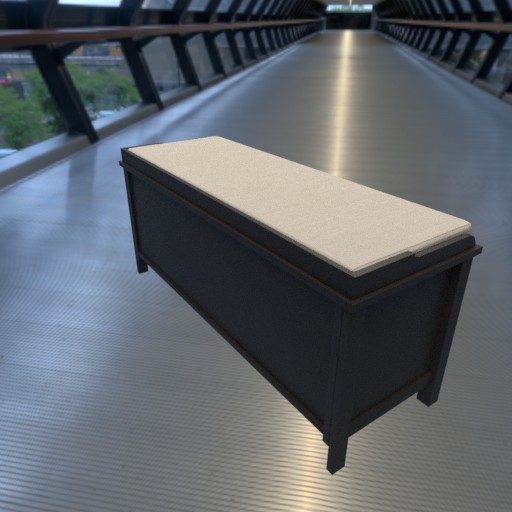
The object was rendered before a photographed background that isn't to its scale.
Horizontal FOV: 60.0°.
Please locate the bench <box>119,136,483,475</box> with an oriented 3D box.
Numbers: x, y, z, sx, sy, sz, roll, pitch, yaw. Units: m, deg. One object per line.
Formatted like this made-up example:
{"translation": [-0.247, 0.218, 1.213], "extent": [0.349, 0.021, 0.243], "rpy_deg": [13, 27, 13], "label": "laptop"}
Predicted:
{"translation": [0.000, 0.000, 1.362], "extent": [0.398, 0.501, 1.140], "rpy_deg": [-18, 32, -31], "label": "bench"}
